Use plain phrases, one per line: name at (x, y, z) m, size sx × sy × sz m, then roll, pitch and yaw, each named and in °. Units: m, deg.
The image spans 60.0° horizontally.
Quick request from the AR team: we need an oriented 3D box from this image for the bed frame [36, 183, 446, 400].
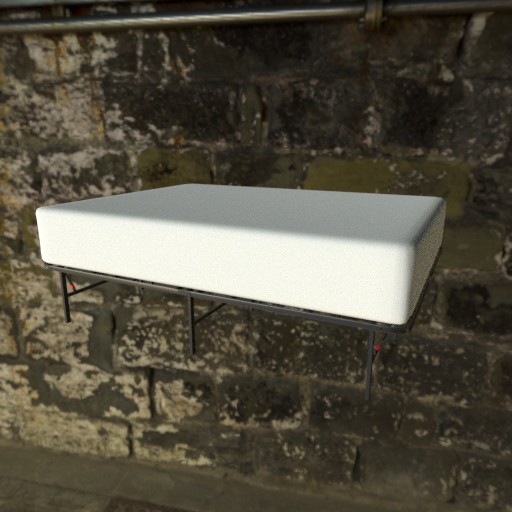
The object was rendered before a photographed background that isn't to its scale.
bed frame at (0.000, 0.000, 2.751) m, size 2.037 × 0.677 × 1.528 m, roll 7°, pitch 17°, yaw 26°
